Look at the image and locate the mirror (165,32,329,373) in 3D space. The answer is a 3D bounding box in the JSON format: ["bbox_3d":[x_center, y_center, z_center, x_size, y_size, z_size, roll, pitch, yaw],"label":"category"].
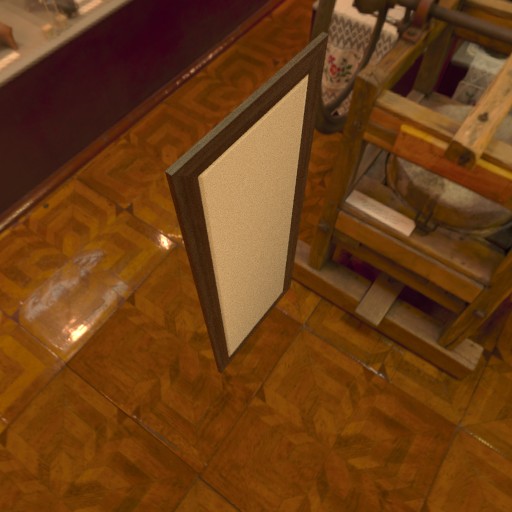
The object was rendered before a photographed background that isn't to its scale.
[{"bbox_3d":[0.000,0.000,2.286,0.025,2.032,0.812,33,65,18],"label":"mirror"}]
